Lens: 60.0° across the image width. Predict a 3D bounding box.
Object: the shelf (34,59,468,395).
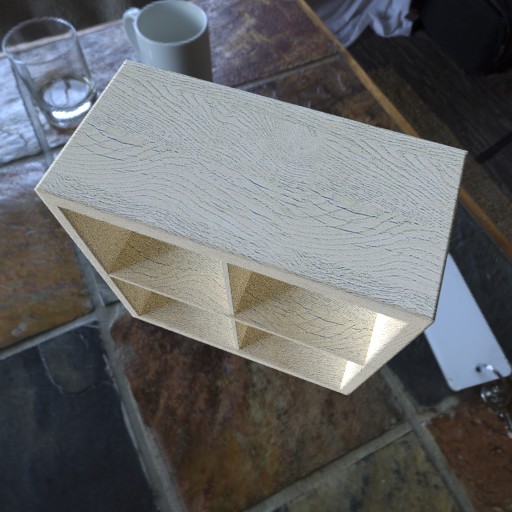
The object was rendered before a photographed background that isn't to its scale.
[{"bbox_3d":[0.000,0.000,1.248,0.790,0.786,0.390,18,65,9],"label":"shelf"}]
